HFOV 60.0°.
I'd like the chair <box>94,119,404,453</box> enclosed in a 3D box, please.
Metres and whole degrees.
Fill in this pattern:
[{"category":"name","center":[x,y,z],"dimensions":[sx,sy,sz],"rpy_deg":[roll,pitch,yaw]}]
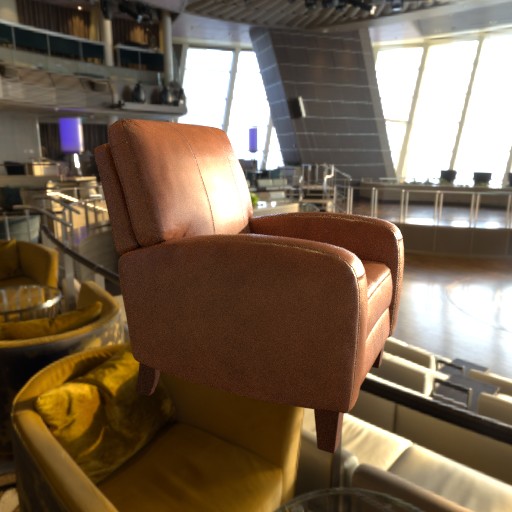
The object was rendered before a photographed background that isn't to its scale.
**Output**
[{"category":"chair","center":[0.000,0.000,1.685],"dimensions":[0.990,0.990,0.762],"rpy_deg":[7,15,27]}]
